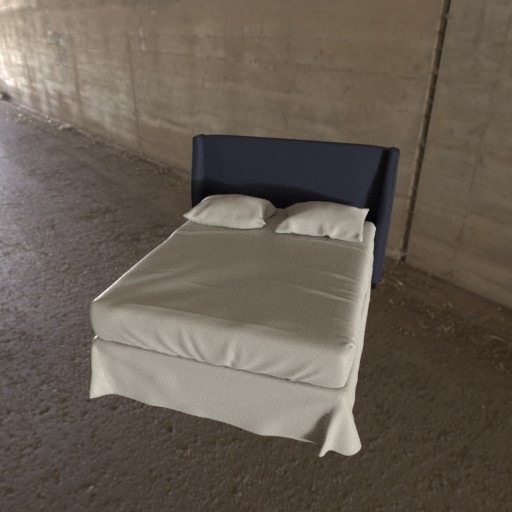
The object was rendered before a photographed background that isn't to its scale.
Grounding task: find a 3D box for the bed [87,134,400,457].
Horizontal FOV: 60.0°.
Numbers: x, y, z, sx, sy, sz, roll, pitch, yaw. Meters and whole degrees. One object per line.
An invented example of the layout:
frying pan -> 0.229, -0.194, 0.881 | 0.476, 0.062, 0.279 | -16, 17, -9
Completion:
bed -> 0.000, 0.000, 3.424 | 1.925, 1.332, 2.276 | 8, 28, 15
